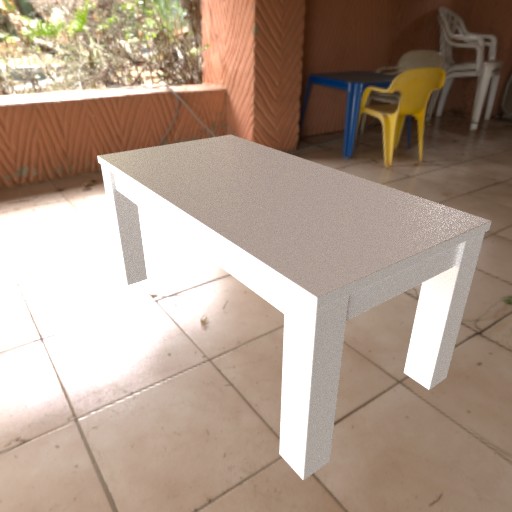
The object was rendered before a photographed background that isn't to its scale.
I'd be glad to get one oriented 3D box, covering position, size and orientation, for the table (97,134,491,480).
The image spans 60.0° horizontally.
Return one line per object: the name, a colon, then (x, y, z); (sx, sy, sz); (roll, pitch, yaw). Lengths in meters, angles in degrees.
table: (0.000, 0.000, 2.272); (0.900, 0.790, 1.800); (-19, 33, -31)
